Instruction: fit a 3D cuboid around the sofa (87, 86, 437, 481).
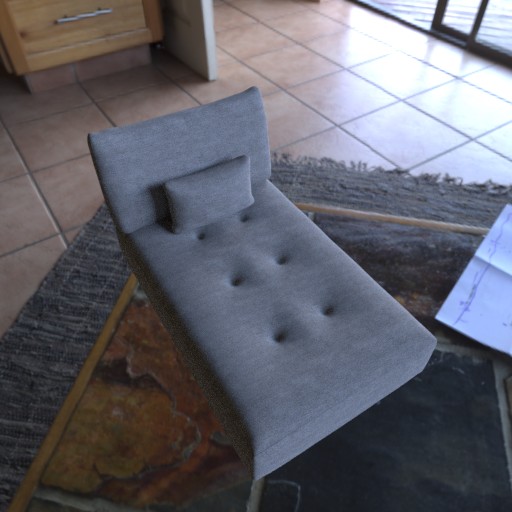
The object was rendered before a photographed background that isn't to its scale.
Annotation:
[{"bbox_3d":[0.000,0.000,1.991,0.930,0.820,1.450,-24,51,-21],"label":"sofa"}]
